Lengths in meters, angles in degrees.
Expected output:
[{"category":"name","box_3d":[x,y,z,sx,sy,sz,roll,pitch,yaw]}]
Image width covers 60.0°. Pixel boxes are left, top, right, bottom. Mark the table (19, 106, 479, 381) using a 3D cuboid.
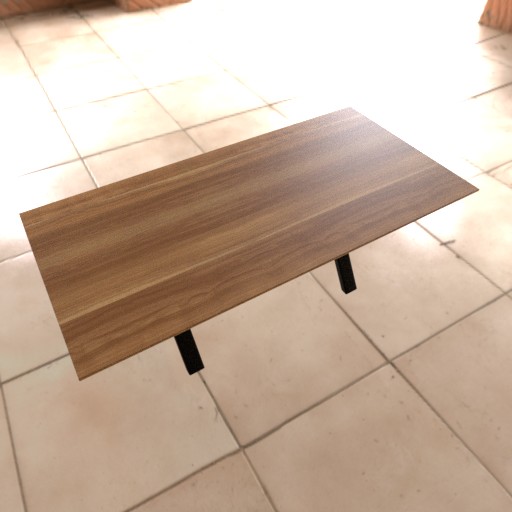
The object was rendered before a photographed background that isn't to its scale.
[{"category":"table","box_3d":[0.000,0.000,2.421,2.000,0.770,1.000,-24,51,-21]}]
